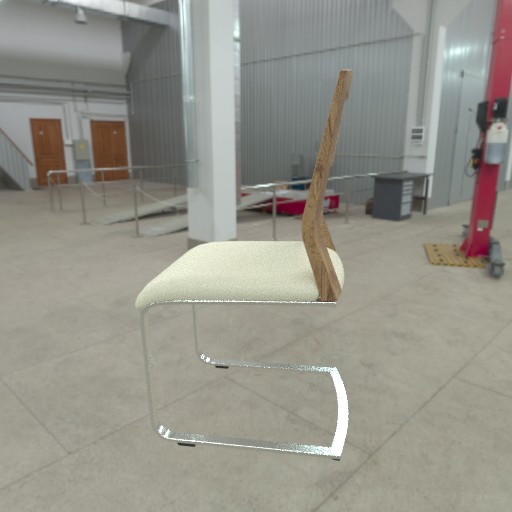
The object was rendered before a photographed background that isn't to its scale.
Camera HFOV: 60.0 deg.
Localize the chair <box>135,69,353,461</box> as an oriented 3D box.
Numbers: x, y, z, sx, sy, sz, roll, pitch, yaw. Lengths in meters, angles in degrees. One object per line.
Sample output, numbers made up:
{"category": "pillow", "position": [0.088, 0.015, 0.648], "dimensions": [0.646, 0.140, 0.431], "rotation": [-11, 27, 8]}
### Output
{"category": "chair", "position": [0.000, 0.000, 1.261], "dimensions": [0.561, 0.955, 0.457], "rotation": [2, 15, 8]}
